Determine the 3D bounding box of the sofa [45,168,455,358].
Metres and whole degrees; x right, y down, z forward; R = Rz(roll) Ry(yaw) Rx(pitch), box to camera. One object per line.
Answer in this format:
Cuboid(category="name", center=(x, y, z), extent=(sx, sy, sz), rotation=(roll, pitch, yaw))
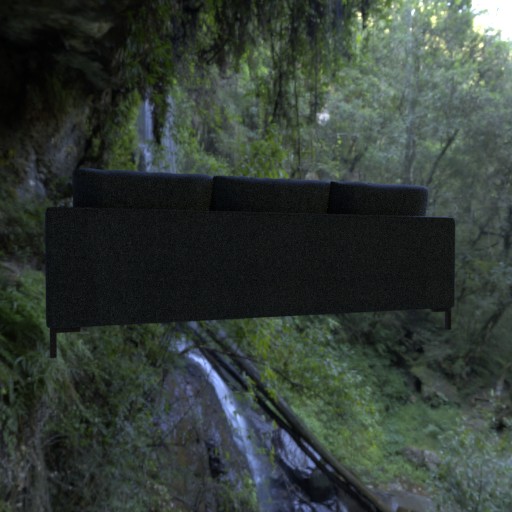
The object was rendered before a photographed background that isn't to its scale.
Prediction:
Cuboid(category="sofa", center=(0.000, 0.000, 2.676), extent=(2.218, 0.874, 0.859), rotation=(0, 1, -18))
